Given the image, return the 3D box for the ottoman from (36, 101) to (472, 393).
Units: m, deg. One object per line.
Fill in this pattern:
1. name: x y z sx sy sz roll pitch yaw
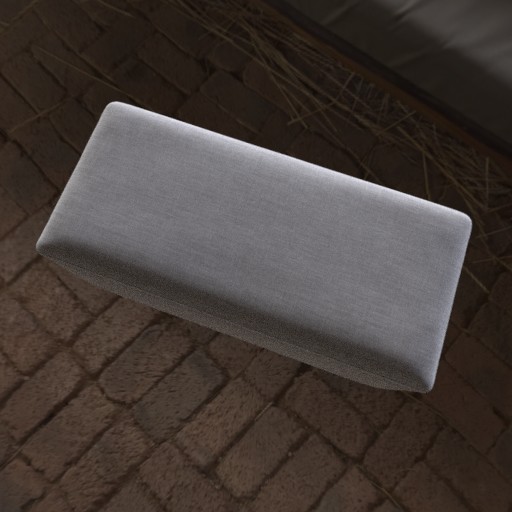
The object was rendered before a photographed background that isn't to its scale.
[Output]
1. ottoman: 0.000 0.000 1.145 0.902 0.432 0.419 19 76 5
